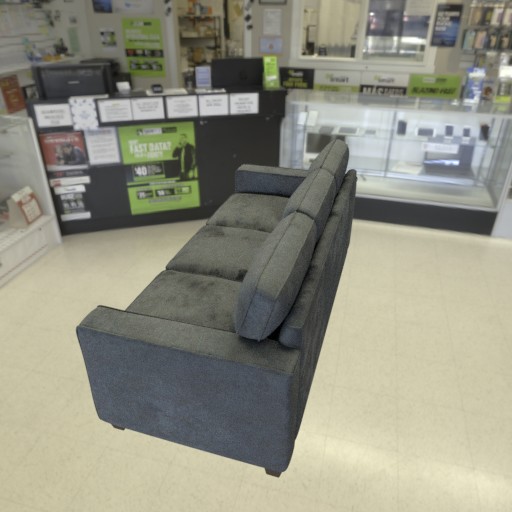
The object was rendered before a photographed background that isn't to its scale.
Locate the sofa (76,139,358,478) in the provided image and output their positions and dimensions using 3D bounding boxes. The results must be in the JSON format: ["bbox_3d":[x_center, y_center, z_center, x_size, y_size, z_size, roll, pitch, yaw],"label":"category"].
[{"bbox_3d":[0.000,0.000,2.636,0.939,0.965,2.133,9,32,15],"label":"sofa"}]
